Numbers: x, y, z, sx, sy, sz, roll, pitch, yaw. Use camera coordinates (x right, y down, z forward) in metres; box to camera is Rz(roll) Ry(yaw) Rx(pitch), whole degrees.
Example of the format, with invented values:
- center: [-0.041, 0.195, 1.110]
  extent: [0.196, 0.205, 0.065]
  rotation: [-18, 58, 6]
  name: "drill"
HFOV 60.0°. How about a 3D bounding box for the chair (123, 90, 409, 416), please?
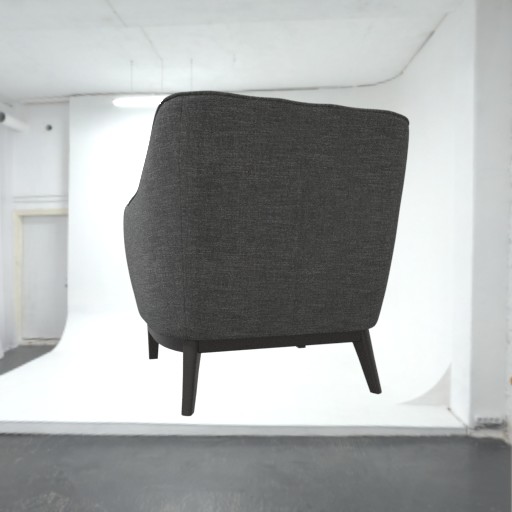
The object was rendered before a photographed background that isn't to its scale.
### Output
- center: [0.000, 0.000, 1.545]
  extent: [0.870, 0.829, 0.851]
  rotation: [0, 1, -18]
  name: "chair"
